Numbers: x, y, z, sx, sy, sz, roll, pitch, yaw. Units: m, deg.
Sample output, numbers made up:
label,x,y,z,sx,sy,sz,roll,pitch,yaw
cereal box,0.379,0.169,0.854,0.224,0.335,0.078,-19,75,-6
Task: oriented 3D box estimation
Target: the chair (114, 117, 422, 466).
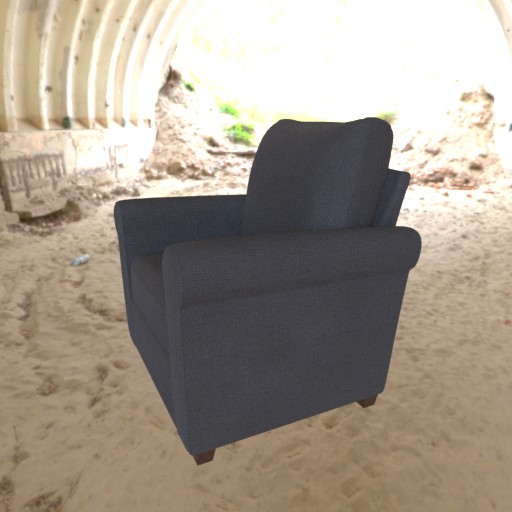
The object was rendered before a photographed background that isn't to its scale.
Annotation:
label,x,y,z,sx,sy,sz,roll,pitch,yaw
chair,0.000,0.000,1.578,0.828,0.942,0.867,-8,18,-25
